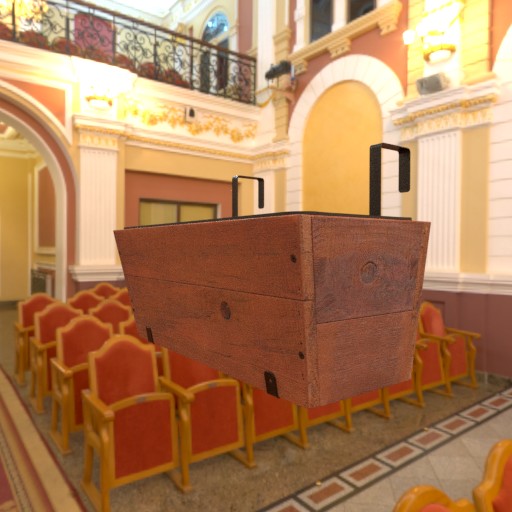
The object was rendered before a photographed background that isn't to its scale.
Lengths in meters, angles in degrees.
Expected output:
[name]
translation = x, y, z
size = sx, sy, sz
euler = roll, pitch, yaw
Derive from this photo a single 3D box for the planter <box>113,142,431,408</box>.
[planter]
translation = 0.000, 0.000, 0.652
size = 0.262, 0.289, 0.480
euler = -1, 2, -36
